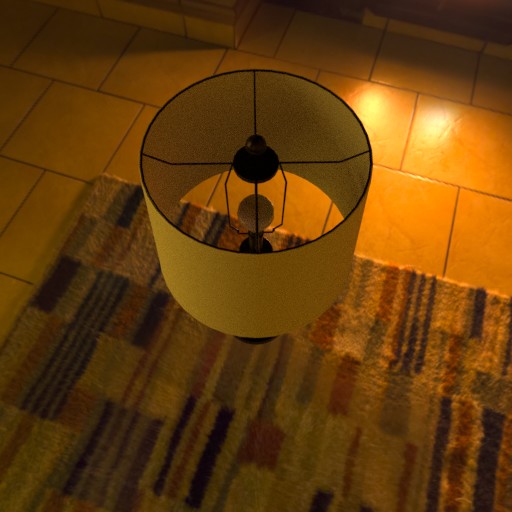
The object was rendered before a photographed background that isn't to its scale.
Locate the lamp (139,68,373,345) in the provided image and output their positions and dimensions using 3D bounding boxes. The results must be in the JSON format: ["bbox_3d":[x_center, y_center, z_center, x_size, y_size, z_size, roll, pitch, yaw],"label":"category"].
[{"bbox_3d":[0.000,0.000,0.932,0.383,0.726,0.383,0,64,0],"label":"lamp"}]
